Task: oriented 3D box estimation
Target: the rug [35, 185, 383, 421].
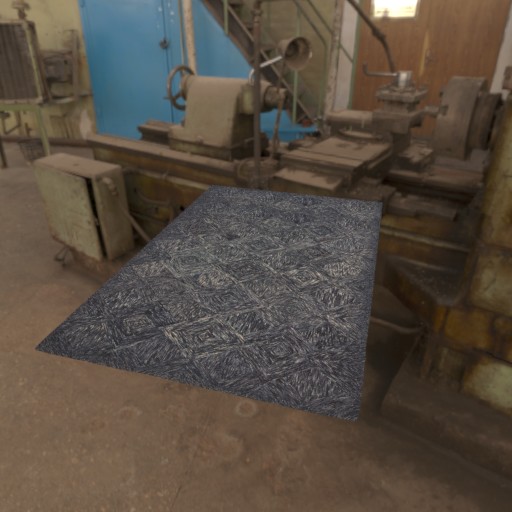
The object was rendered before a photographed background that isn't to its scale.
[{"bbox_3d":[0.000,0.000,2.171,1.139,0.010,1.754,8,30,14],"label":"rug"}]
